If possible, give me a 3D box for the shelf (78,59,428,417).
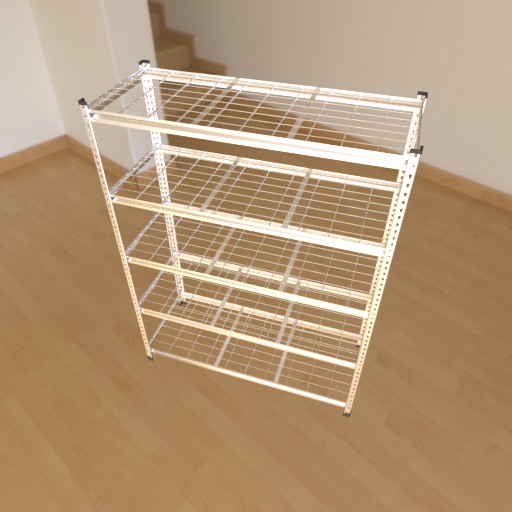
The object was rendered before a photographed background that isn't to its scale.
[{"bbox_3d":[0.000,0.000,2.720,1.524,1.981,0.610,12,43,13],"label":"shelf"}]
